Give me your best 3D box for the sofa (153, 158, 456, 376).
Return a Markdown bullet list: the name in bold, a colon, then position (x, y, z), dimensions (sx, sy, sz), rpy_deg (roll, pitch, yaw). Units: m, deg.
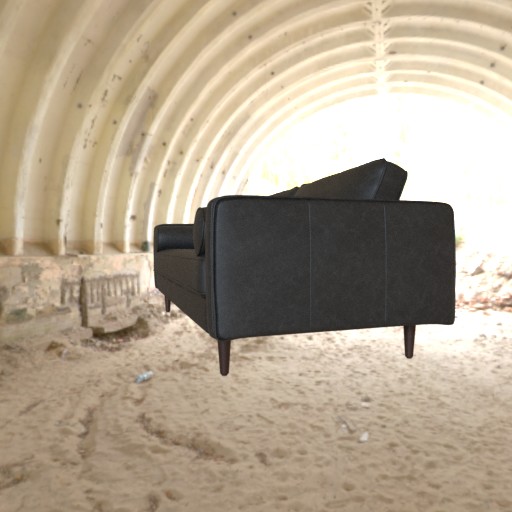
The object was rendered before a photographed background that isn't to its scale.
- **sofa**: position (0.000, 0.000, 2.321), dimensions (0.921, 0.770, 1.879), rpy_deg (0, 1, -18)
